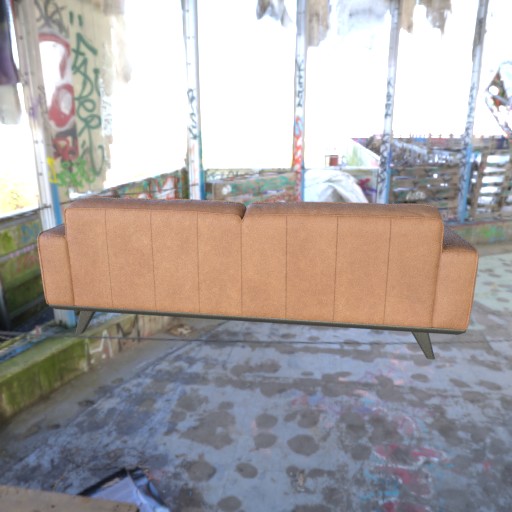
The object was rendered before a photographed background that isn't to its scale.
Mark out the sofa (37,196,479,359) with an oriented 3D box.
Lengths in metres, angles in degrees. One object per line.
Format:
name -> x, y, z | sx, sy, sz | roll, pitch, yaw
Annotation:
sofa -> 0.000, 0.000, 2.682 | 2.270, 0.780, 0.953 | 2, 16, 8
